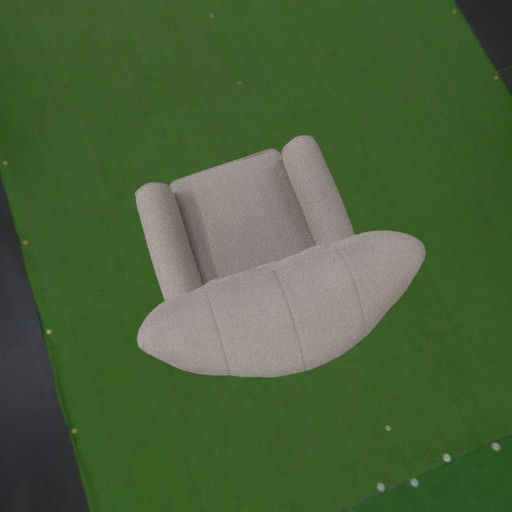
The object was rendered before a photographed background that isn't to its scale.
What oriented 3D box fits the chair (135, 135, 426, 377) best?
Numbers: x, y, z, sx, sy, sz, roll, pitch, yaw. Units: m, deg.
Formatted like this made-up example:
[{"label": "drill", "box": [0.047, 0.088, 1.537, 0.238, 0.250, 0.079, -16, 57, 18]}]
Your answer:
[{"label": "chair", "box": [0.000, 0.000, 1.944, 0.942, 1.209, 1.025, -18, 76, -5]}]
